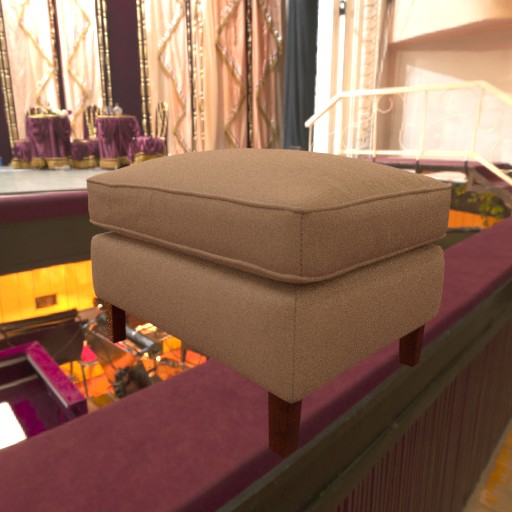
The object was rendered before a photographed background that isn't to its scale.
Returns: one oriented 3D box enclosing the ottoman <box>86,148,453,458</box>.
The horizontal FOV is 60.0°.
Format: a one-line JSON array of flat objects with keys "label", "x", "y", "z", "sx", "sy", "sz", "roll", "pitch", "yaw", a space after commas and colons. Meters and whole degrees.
[{"label": "ottoman", "x": 0.000, "y": 0.000, "z": 0.968, "sx": 0.501, "sy": 0.456, "sz": 0.665, "roll": -13, "pitch": 20, "yaw": -42}]
